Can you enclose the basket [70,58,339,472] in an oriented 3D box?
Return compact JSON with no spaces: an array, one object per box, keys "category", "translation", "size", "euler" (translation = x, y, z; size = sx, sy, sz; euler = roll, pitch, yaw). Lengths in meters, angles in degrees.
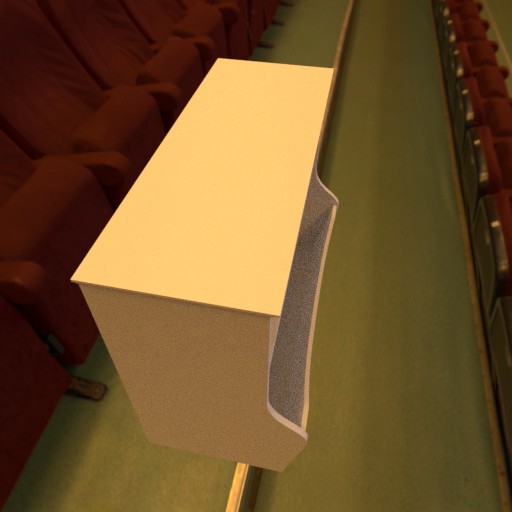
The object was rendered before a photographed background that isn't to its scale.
[{"category":"basket","translation":[0.000,0.000,1.104],"size":[0.376,0.625,0.792],"euler":[9,47,8]}]
